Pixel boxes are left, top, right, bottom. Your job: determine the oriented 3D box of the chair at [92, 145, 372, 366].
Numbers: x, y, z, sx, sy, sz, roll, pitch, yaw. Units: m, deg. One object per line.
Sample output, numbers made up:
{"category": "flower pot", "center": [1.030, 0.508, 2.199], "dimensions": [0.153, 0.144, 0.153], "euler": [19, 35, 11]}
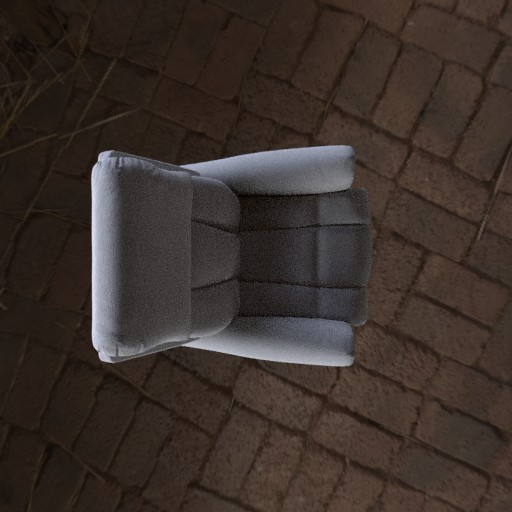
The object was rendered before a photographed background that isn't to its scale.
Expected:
{"category": "chair", "center": [0.000, 0.000, 1.773], "dimensions": [0.979, 1.031, 0.871], "euler": [0, 90, 2]}
